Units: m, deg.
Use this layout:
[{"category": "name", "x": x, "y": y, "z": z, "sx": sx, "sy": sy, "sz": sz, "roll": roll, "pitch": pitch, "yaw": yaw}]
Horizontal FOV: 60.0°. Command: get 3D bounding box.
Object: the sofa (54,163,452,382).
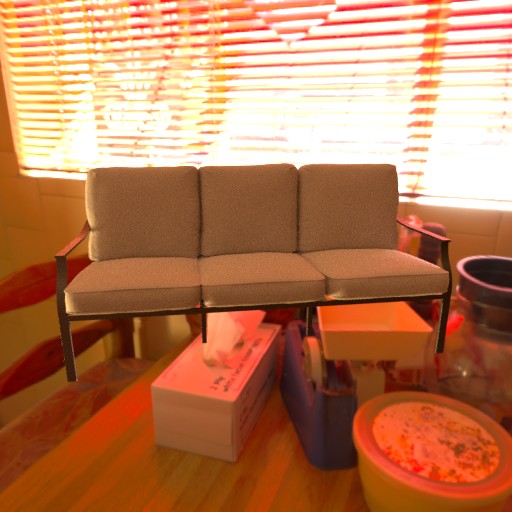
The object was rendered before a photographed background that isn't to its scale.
[{"category": "sofa", "x": 0.000, "y": 0.000, "z": 2.219, "sx": 1.740, "sy": 0.860, "sz": 0.787, "roll": -2, "pitch": 17, "yaw": -8}]
